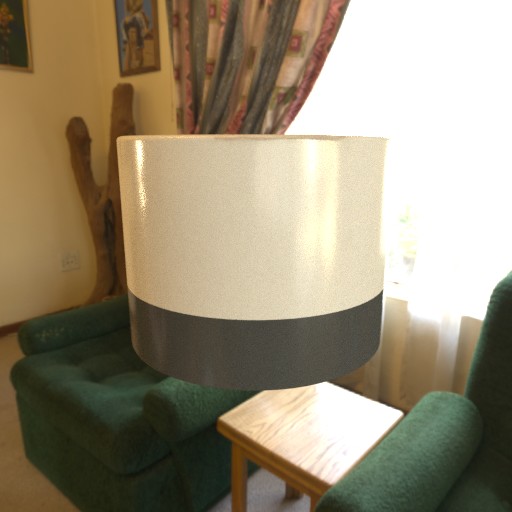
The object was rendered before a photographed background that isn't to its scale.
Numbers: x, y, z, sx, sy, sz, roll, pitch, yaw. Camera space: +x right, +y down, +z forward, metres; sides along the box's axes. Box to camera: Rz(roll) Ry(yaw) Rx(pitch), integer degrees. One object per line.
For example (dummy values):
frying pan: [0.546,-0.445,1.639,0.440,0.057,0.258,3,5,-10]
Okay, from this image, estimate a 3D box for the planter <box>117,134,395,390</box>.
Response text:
planter: [0.000,0.000,0.342,0.193,0.177,0.193,0,14,0]
